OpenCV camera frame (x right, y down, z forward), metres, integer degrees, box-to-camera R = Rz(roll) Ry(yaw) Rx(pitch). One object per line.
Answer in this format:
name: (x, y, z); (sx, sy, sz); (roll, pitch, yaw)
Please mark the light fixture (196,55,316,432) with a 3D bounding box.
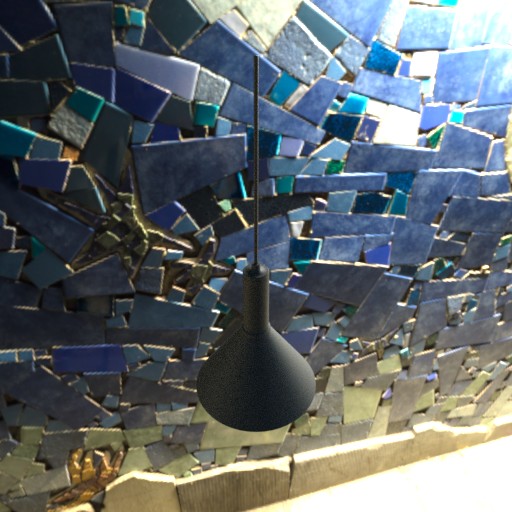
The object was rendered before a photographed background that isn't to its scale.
light fixture: (0.000, 0.000, 0.821); (0.267, 0.683, 0.267); (0, 32, 0)
